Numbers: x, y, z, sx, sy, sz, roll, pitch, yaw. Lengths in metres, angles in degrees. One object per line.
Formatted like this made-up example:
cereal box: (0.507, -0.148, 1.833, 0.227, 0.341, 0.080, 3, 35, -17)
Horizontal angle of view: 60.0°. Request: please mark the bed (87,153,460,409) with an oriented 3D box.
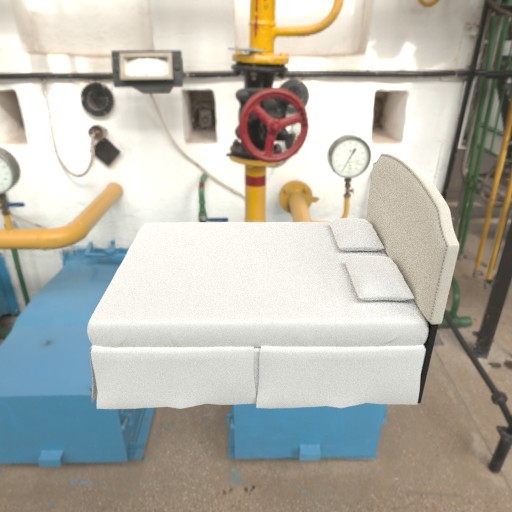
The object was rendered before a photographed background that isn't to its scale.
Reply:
bed: (0.000, 0.000, 3.044, 1.999, 1.270, 1.558, 0, 27, 0)
